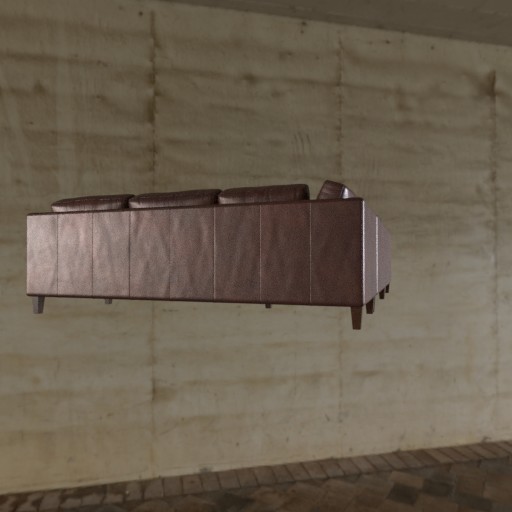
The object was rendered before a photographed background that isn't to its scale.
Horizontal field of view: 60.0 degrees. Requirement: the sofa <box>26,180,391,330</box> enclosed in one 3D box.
[{"bbox_3d":[0.000,0.000,4.433,2.452,0.891,3.324,0,-1,19],"label":"sofa"}]
